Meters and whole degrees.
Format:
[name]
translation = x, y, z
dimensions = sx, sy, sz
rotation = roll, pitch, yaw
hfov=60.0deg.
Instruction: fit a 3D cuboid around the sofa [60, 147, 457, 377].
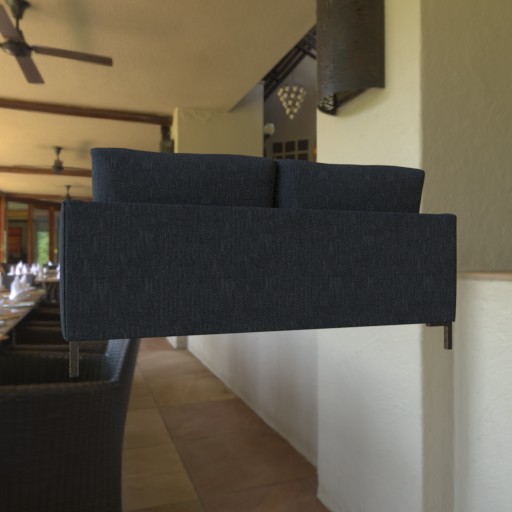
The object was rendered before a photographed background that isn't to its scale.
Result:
[sofa]
translation = 0.000, 0.000, 2.200
dimensions = 1.716, 0.862, 0.866
rotation = 0, 0, -17
